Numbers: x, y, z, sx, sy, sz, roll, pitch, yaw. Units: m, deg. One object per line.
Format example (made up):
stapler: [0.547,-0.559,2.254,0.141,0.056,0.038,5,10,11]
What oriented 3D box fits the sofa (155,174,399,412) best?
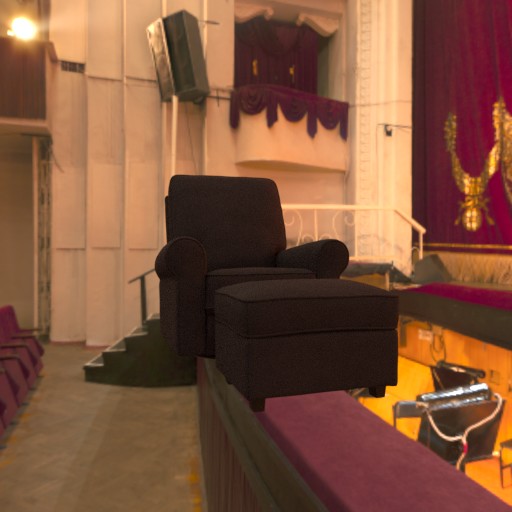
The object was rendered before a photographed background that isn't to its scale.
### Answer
sofa: [0.000,0.000,2.085,0.880,0.959,1.478,0,0,-18]
